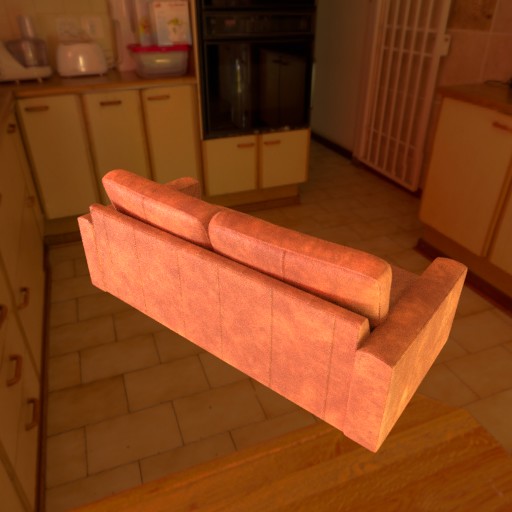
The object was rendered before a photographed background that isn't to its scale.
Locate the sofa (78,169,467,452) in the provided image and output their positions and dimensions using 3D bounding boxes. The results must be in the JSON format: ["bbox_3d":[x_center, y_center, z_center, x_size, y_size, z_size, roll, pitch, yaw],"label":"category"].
[{"bbox_3d":[0.000,0.000,2.704,2.179,0.873,1.016,22,37,32],"label":"sofa"}]
